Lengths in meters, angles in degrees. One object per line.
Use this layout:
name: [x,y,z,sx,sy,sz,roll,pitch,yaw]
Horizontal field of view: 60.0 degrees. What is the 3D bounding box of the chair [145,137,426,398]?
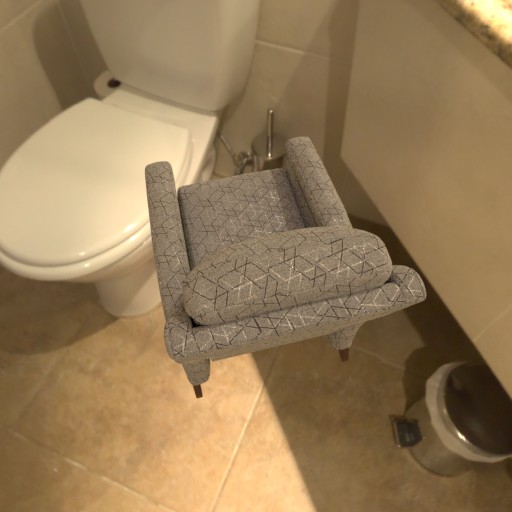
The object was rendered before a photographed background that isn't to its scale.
chair: [0.000,0.000,1.715,0.753,1.048,0.987,-12,58,-7]
